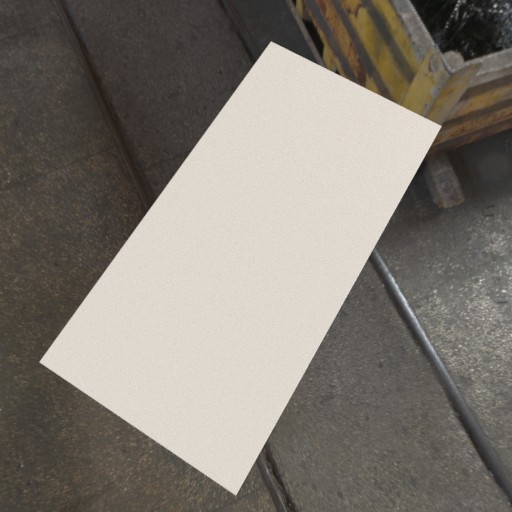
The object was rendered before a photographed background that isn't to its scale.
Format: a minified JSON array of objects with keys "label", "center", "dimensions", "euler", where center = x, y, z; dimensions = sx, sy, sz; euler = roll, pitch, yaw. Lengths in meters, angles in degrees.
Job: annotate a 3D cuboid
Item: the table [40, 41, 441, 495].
[{"label":"table","center":[0.000,0.000,1.470],"dimensions":[0.609,0.432,1.194],"euler":[30,76,8]}]
